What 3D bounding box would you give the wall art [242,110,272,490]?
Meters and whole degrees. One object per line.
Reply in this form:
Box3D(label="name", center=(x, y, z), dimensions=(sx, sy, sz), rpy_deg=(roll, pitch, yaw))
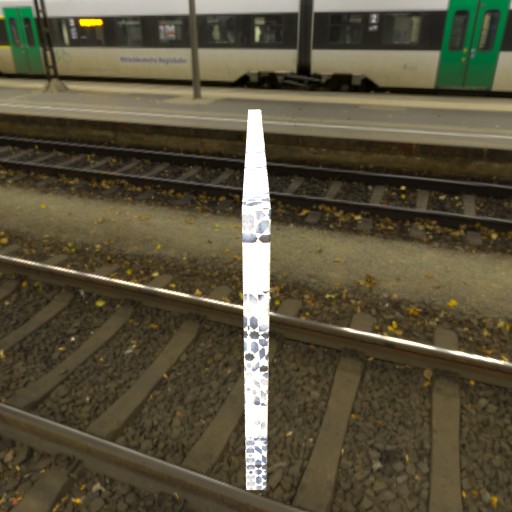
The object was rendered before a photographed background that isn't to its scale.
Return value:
Box3D(label="wall art", center=(0.000, 0.000, 0.780), dimensions=(0.030, 0.406, 0.608), rpy_deg=(0, 27, 0))
